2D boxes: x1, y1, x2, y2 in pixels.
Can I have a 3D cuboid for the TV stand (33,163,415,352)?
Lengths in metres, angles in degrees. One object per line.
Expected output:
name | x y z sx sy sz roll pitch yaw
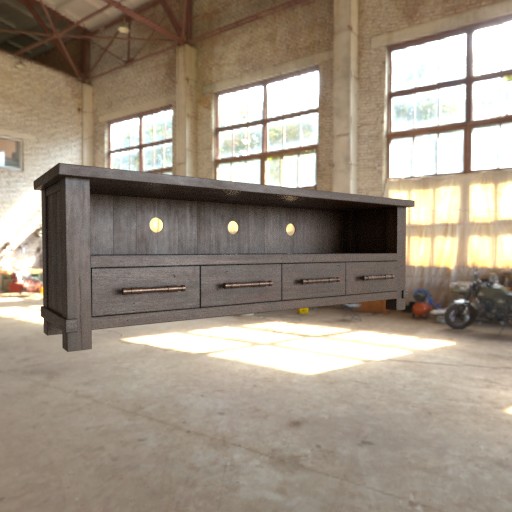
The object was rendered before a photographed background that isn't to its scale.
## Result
TV stand | 0.000 0.000 2.136 1.866 0.615 0.471 -1 1 -35
